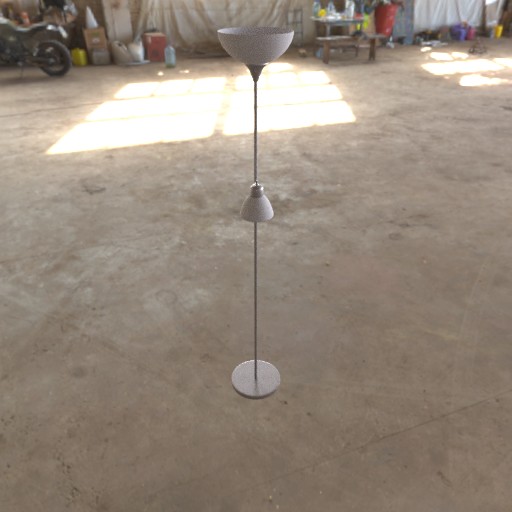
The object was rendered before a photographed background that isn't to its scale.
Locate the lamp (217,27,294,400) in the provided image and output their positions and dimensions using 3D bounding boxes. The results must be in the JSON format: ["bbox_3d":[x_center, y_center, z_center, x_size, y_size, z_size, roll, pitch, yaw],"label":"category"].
[{"bbox_3d":[0.000,0.000,1.998,0.279,1.804,0.425,0,33,-1],"label":"lamp"}]
